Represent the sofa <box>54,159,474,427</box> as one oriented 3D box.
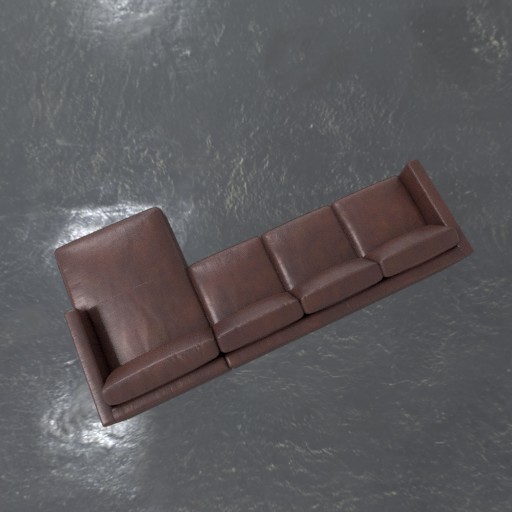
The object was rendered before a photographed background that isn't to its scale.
[{"bbox_3d":[0.000,0.000,3.892,3.203,0.883,1.581,-24,76,-6],"label":"sofa"}]
